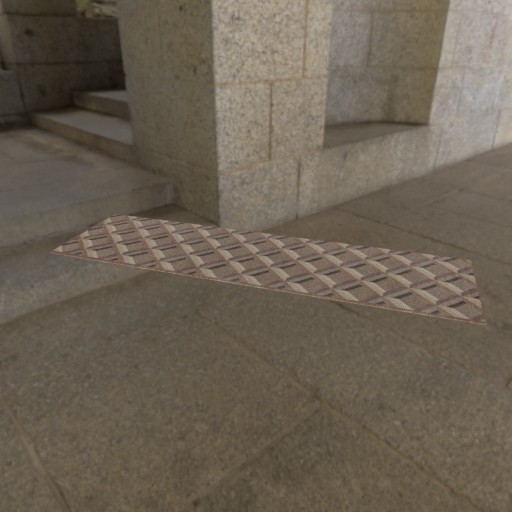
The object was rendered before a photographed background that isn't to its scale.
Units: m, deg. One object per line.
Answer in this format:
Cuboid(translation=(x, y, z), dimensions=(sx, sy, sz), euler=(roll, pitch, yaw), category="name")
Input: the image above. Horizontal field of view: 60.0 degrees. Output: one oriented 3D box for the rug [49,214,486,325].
Cuboid(translation=(0.000, 0.000, 2.652), dimensions=(2.437, 0.013, 0.685), euler=(8, 27, 16), category="rug")
